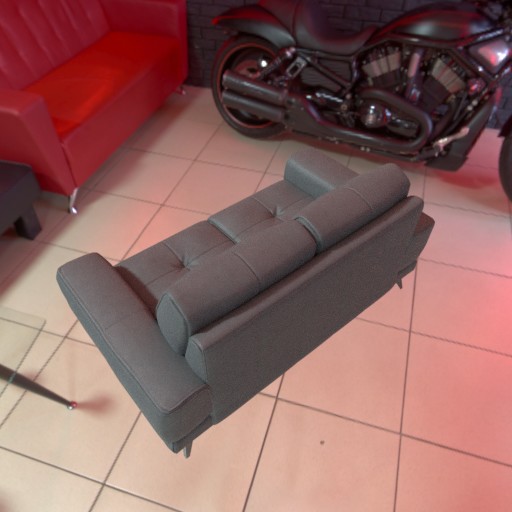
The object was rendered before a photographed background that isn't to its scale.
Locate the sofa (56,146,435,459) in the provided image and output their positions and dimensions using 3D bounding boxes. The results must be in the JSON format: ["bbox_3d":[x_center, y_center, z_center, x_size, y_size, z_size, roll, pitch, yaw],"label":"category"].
[{"bbox_3d":[0.000,0.000,2.367,1.806,0.907,1.018,-31,53,-27],"label":"sofa"}]
